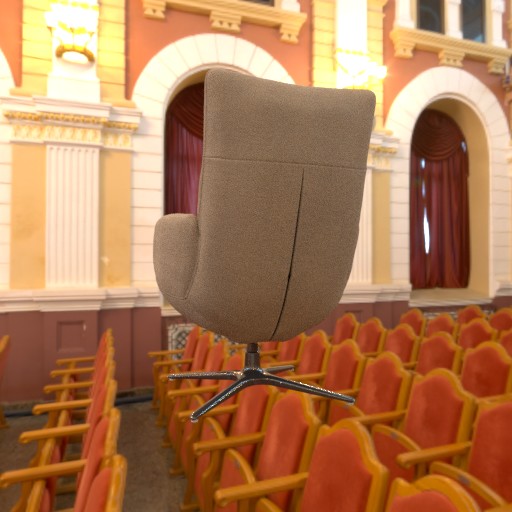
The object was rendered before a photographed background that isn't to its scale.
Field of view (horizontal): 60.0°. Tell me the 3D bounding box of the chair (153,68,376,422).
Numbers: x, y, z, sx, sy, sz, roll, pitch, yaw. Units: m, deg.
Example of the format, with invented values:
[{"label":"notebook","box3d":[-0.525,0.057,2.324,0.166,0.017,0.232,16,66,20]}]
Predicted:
[{"label":"chair","box3d":[0.000,0.000,1.645,0.711,1.016,0.889,0,-1,-18]}]
